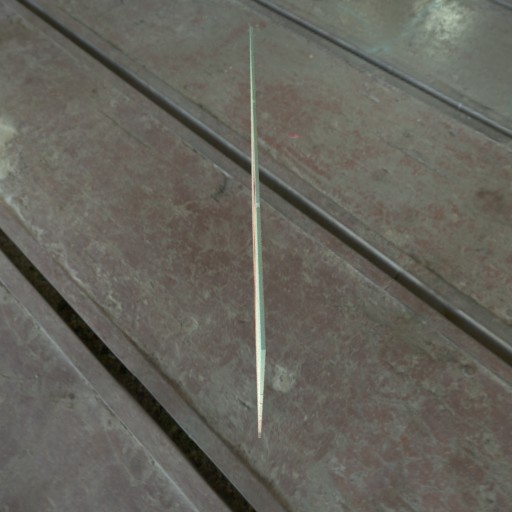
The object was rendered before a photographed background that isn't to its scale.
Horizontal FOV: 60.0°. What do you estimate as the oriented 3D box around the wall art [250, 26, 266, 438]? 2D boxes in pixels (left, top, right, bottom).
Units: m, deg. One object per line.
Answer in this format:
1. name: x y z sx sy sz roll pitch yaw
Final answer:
1. wall art: 0.000 0.000 2.273 0.013 1.523 1.517 -1 59 -1
